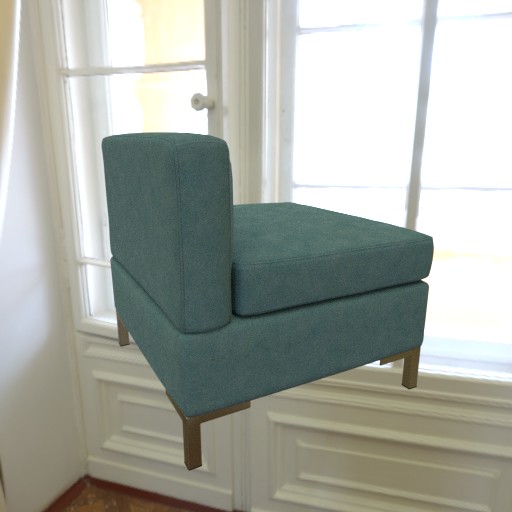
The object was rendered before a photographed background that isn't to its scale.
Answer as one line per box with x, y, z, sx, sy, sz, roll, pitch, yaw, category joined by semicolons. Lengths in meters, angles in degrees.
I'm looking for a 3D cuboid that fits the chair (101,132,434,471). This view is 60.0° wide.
0.000;0.000;1.233;0.685;0.660;0.684;-8;17;-28;chair
